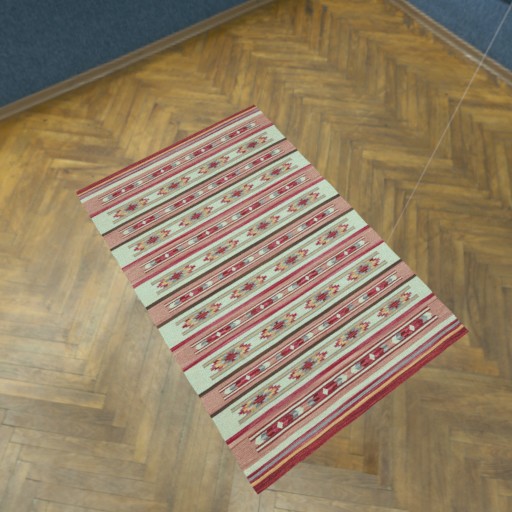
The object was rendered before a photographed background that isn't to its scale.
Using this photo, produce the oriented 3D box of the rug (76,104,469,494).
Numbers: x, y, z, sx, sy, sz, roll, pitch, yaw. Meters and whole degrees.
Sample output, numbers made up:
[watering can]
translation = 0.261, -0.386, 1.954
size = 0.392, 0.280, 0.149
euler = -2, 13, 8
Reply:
[rug]
translation = 0.000, 0.000, 2.303
size = 1.223, 0.008, 1.817
euler = -31, 66, -15
